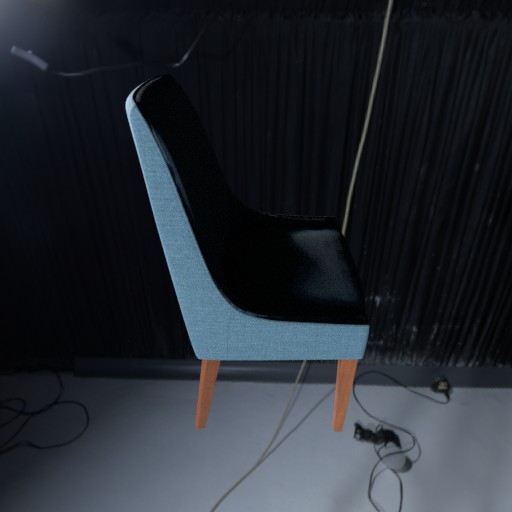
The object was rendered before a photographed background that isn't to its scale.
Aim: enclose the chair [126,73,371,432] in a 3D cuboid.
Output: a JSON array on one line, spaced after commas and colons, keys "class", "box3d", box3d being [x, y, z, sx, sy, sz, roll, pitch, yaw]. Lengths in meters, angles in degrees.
[{"class": "chair", "box3d": [0.000, 0.000, 1.183, 0.544, 0.861, 0.529, 0, 32, 0]}]
